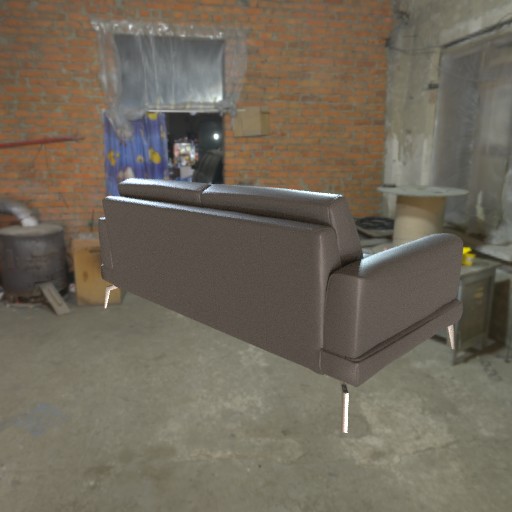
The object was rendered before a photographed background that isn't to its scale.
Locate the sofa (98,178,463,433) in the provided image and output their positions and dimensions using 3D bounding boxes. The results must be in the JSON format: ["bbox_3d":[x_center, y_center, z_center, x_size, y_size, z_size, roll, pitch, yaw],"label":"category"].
[{"bbox_3d":[0.000,0.000,2.757,2.177,0.930,1.121,13,19,43],"label":"sofa"}]
